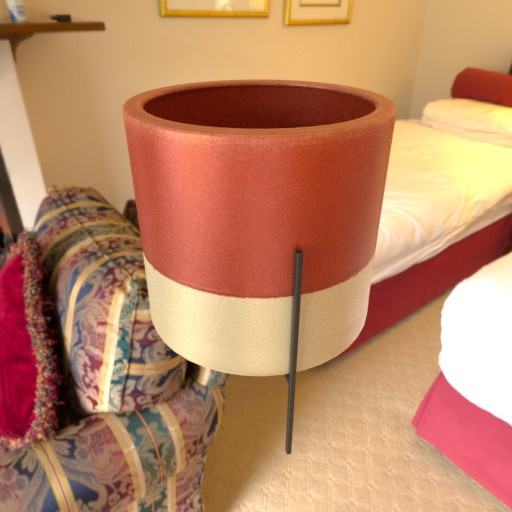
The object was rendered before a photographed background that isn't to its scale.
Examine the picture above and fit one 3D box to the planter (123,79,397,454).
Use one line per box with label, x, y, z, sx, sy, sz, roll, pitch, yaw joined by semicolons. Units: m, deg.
planter;0.000;0.000;0.685;0.354;0.465;0.345;8;31;14
